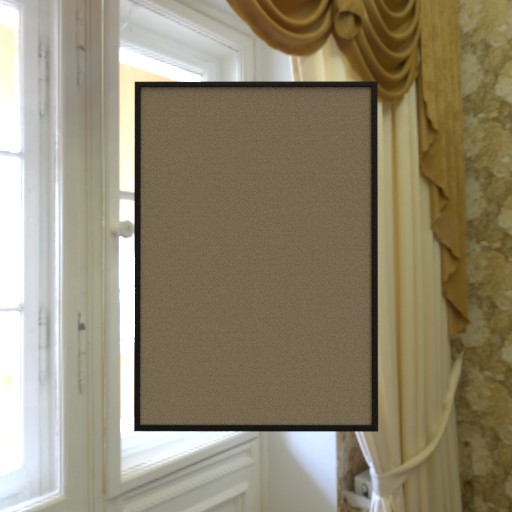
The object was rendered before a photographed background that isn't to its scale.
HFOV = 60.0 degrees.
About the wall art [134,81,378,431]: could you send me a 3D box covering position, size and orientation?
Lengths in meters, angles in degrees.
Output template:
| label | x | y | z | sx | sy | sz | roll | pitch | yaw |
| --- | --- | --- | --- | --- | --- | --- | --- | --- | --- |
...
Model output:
| label | x | y | z | sx | sy | sz | roll | pitch | yaw |
| --- | --- | --- | --- | --- | --- | --- | --- | --- | --- |
| wall art | 0.000 | 0.000 | 0.842 | 0.460 | 0.660 | 0.013 | 0 | 0 | 0 |
